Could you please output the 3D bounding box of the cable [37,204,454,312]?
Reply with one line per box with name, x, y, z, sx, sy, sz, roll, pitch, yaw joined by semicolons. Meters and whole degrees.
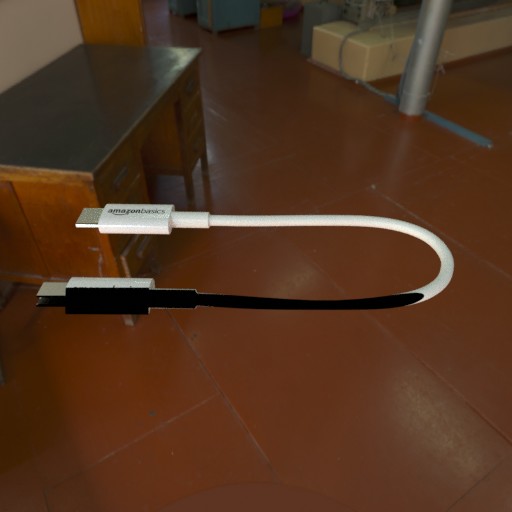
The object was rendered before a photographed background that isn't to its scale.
cable;0.000;0.000;0.112;0.098;0.005;0.041;1;41;1
